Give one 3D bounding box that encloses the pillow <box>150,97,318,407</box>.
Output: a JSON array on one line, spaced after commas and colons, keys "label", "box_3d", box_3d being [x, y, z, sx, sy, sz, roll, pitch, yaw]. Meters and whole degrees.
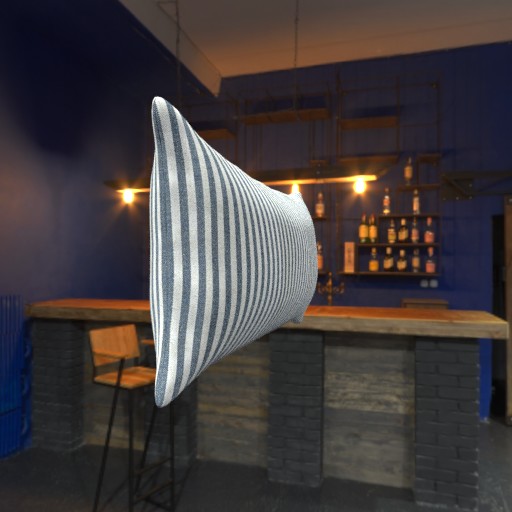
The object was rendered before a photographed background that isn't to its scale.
[{"label": "pillow", "box_3d": [0.000, 0.000, 0.706, 0.151, 0.295, 0.617, 0, -1, 18]}]
